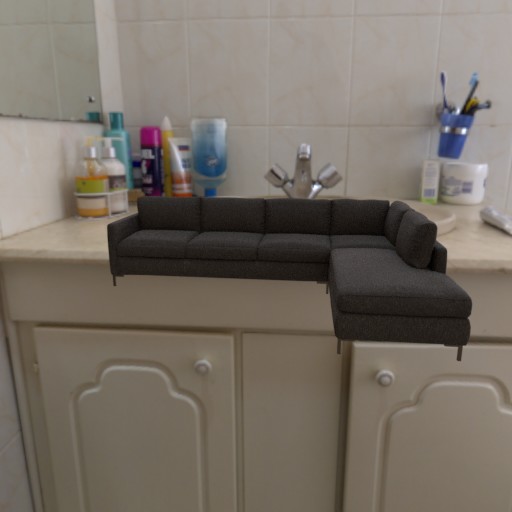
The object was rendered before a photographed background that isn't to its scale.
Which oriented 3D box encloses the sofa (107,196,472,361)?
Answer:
[{"bbox_3d":[0.000,0.000,3.821,2.949,0.815,2.007,2,14,7],"label":"sofa"}]
